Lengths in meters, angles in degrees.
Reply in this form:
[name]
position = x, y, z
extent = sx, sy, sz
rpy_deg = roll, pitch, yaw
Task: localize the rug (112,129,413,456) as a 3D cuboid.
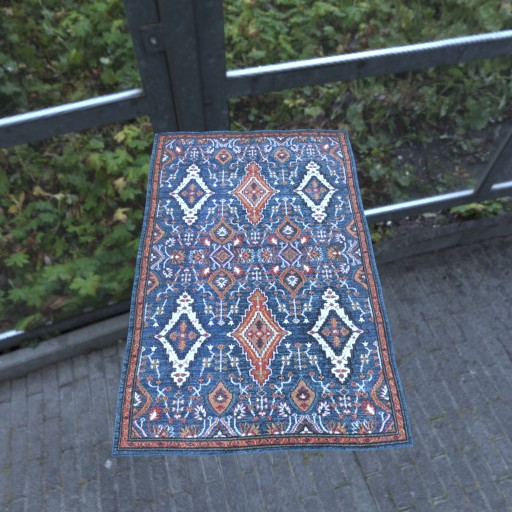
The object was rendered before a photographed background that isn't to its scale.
[rug]
position = 0.000, 0.000, 2.237
extent = 1.195, 0.014, 1.847
rpy_deg = -1, 57, -1
